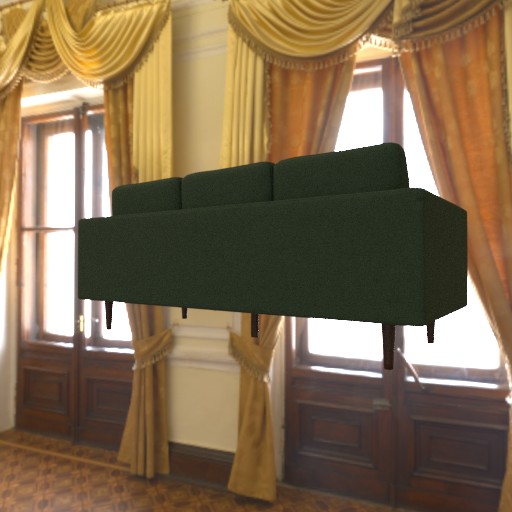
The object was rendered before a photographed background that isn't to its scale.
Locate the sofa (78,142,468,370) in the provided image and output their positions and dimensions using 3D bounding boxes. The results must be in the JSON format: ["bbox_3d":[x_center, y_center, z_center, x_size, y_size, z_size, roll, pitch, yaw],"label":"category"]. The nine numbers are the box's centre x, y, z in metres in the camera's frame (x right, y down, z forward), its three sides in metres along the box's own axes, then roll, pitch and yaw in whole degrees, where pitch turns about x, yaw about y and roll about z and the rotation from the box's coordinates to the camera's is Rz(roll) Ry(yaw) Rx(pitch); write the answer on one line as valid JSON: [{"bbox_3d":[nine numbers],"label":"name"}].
[{"bbox_3d":[0.000,0.000,2.468,2.029,0.899,0.879,-1,-1,35],"label":"sofa"}]
